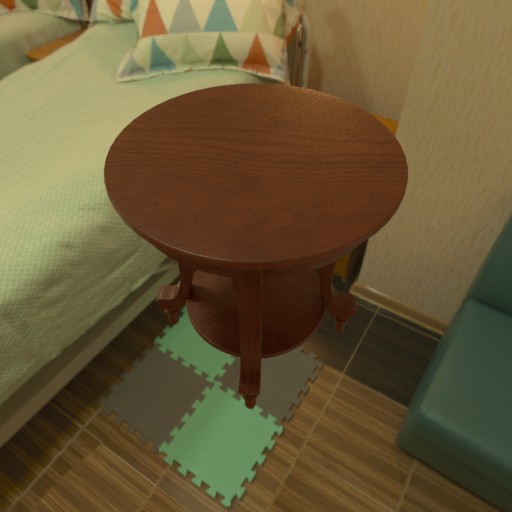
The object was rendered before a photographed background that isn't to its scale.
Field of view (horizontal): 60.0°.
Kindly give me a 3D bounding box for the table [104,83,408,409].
[{"bbox_3d":[0.000,0.000,1.113,0.597,0.612,0.597,0,47,0],"label":"table"}]
